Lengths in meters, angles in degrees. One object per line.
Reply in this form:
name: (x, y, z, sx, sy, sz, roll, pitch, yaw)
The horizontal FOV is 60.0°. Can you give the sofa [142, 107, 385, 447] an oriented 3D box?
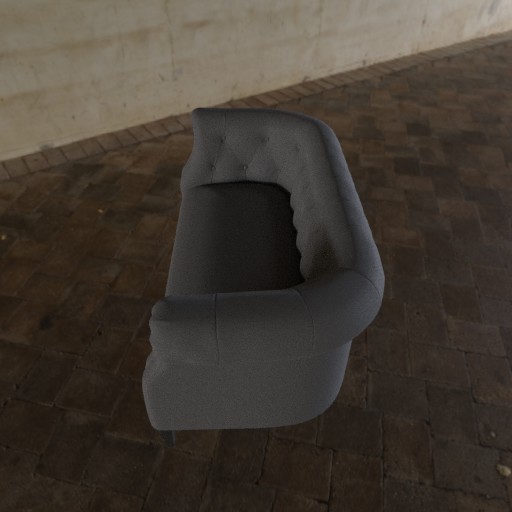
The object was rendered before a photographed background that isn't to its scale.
sofa: (0.000, 0.000, 2.037, 0.835, 0.827, 1.558, -1, 41, -1)
